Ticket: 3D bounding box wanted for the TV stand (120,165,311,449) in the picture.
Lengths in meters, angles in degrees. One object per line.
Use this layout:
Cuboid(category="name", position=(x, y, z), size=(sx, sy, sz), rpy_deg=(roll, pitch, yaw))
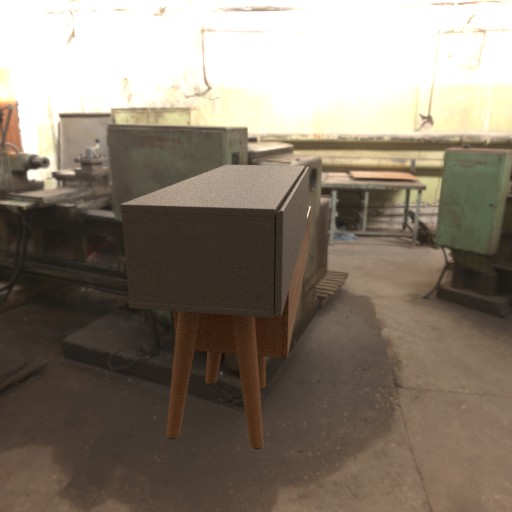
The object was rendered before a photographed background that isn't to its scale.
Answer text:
Cuboid(category="TV stand", position=(0.000, 0.000, 1.577), size=(0.329, 0.591, 1.336), rpy_deg=(3, 17, 9))
